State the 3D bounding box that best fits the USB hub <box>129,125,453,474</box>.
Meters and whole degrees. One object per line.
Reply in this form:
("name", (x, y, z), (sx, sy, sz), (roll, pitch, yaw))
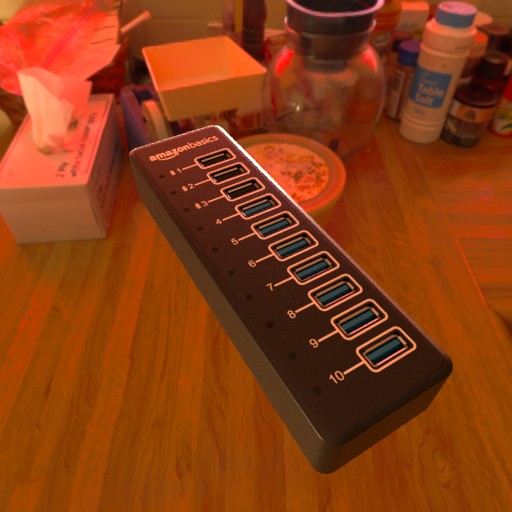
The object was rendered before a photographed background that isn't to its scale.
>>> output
("USB hub", (0.000, 0.000, 0.163), (0.044, 0.023, 0.145), (-24, 52, -20))
